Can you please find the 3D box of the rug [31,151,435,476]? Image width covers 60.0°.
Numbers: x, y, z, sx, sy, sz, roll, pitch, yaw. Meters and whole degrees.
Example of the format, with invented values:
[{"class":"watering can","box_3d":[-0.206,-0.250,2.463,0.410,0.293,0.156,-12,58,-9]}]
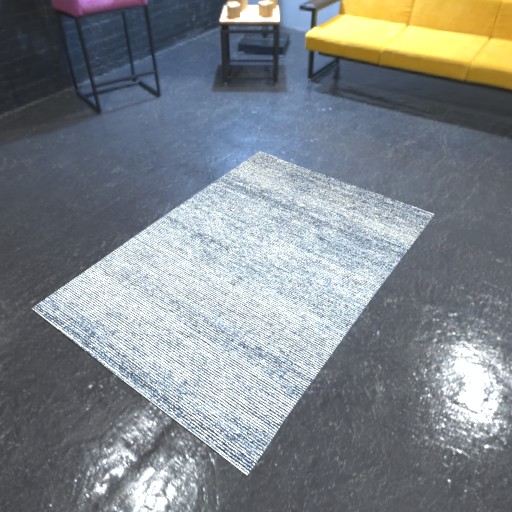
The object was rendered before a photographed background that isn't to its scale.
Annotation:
[{"class":"rug","box_3d":[0.000,0.000,2.985,1.624,0.030,2.349,26,49,26]}]
